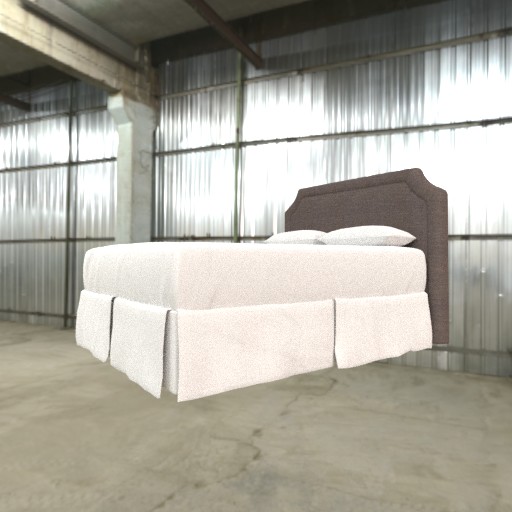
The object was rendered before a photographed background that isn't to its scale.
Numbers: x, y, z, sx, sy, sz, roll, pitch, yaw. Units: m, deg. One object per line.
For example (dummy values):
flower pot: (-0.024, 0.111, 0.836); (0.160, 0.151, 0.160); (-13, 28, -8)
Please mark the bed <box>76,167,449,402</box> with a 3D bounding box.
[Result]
bed: (0.000, 0.000, 3.141); (2.116, 1.290, 1.693); (0, 0, -36)
